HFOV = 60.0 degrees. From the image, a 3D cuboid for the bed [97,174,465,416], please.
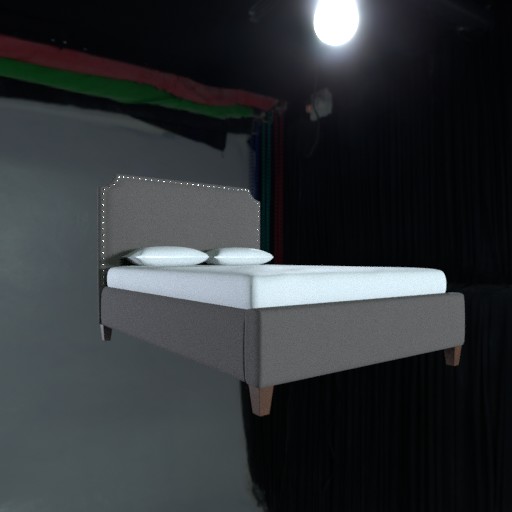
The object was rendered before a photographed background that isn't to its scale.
[{"bbox_3d":[0.000,0.000,3.376,1.713,1.443,2.372,0,0,-36],"label":"bed"}]
